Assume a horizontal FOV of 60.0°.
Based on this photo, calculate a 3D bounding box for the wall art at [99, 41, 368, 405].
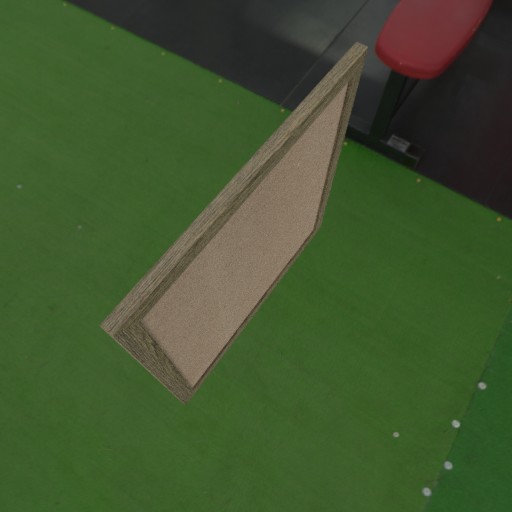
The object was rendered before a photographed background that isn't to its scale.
[{"bbox_3d":[0.000,0.000,0.758,0.019,0.508,0.508,33,69,15],"label":"wall art"}]
